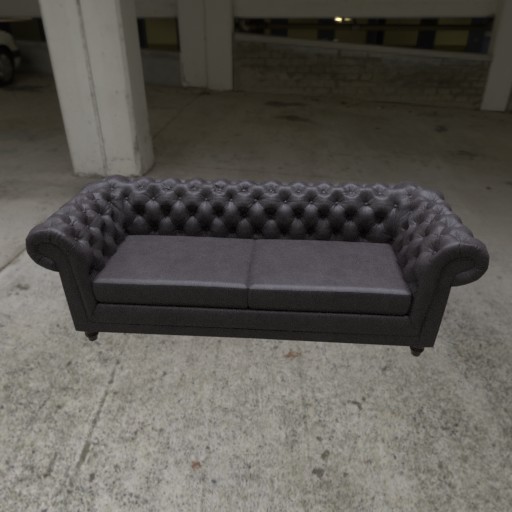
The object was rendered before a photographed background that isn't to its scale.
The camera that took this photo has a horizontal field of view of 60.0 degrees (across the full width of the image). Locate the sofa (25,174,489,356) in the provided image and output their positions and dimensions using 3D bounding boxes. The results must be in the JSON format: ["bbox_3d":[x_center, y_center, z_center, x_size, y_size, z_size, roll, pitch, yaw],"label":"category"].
[{"bbox_3d":[0.000,0.000,2.773,2.385,0.783,0.944,2,29,4],"label":"sofa"}]
